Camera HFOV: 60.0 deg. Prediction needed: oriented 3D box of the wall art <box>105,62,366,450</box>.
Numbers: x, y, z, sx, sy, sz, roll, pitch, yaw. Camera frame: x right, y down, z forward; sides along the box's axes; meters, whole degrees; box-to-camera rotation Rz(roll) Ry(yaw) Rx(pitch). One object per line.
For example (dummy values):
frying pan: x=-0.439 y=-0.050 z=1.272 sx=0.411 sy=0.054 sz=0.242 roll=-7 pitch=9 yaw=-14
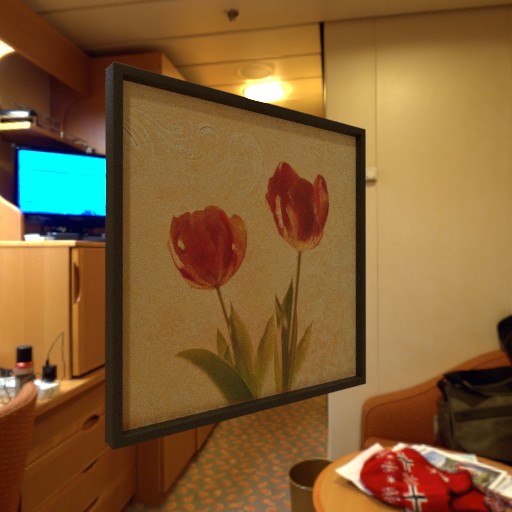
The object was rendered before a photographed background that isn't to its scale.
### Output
wall art: x=0.000 y=0.000 z=0.518 sx=0.349 sy=0.349 sz=0.038 roll=0 pitch=0 yaw=-37
